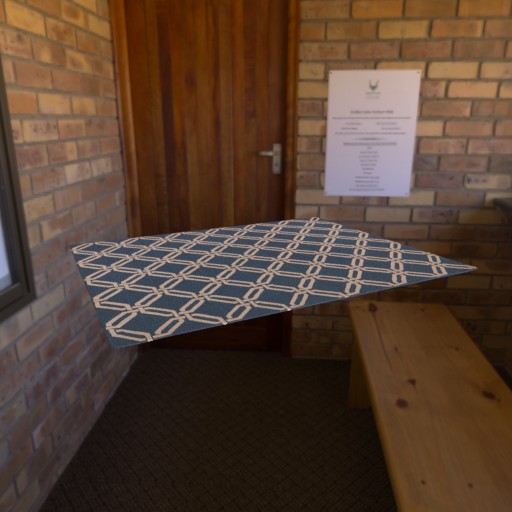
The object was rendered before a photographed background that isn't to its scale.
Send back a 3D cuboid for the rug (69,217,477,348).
[{"bbox_3d":[0.000,0.000,3.908,2.867,0.020,2.277,-9,19,-26],"label":"rug"}]
